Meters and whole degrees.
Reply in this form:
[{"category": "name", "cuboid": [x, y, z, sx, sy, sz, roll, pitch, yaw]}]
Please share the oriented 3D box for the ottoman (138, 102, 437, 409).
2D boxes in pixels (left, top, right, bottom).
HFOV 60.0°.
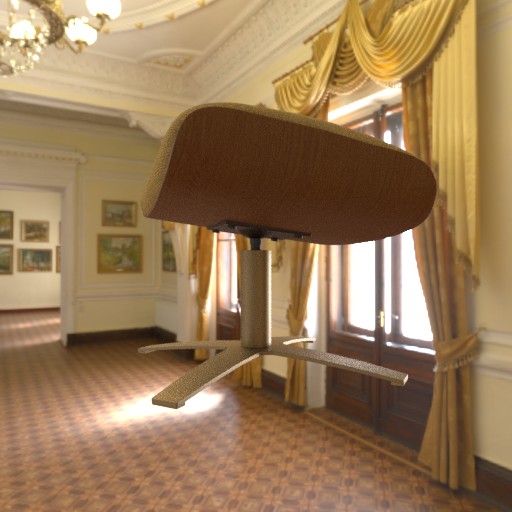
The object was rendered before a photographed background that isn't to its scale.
[{"category": "ottoman", "cuboid": [0.000, 0.000, 0.798, 0.394, 0.391, 0.520, 0, 0, -18]}]
